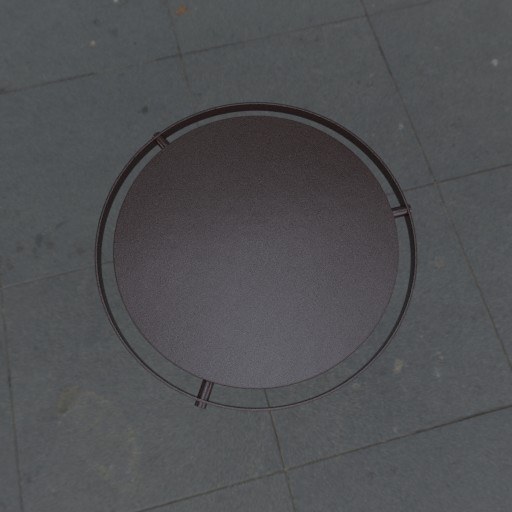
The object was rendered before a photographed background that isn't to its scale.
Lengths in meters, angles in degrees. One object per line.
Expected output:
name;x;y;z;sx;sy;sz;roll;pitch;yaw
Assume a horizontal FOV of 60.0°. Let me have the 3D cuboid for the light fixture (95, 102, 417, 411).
light fixture;0.000;0.000;0.555;0.361;0.130;0.361;0;74;0
